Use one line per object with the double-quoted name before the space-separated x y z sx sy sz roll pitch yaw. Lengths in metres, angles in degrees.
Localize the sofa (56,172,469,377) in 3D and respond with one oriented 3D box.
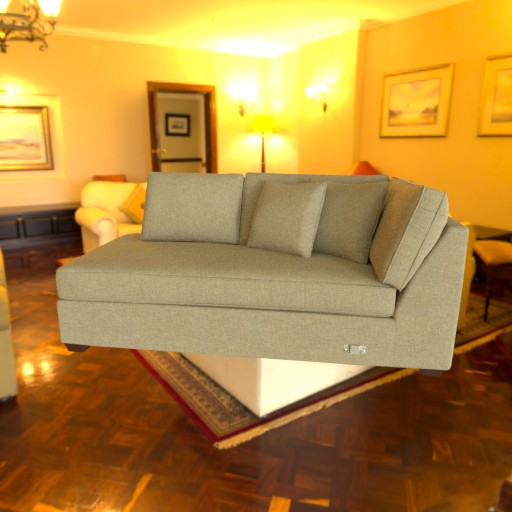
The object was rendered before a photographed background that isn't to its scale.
"sofa" 0.000 0.000 2.848 2.238 1.019 1.110 2 15 9
